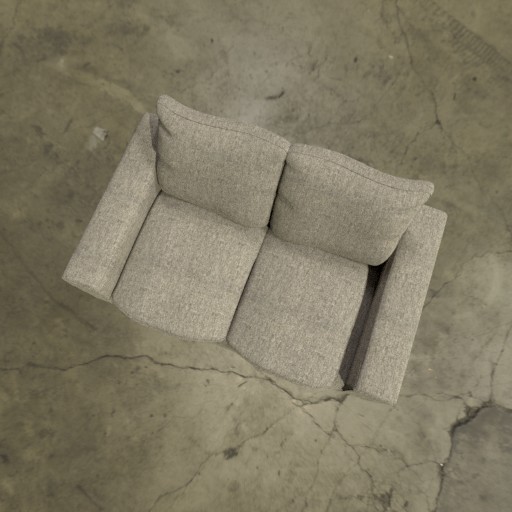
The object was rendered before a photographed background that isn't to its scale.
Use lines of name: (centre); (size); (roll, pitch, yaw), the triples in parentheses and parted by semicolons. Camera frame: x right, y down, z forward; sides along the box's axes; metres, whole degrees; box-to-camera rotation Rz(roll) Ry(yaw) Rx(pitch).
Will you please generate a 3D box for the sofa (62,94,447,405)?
sofa: (0.000, 0.000, 2.369); (1.758, 0.877, 1.094); (20, 75, 5)
